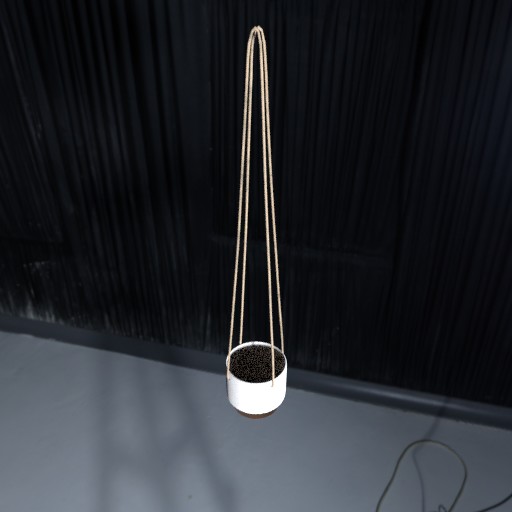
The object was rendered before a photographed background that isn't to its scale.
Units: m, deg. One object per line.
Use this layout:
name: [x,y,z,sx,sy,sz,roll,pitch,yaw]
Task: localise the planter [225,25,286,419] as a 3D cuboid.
planter: [0.000,0.000,0.912,0.146,0.841,0.146,7,30,12]
